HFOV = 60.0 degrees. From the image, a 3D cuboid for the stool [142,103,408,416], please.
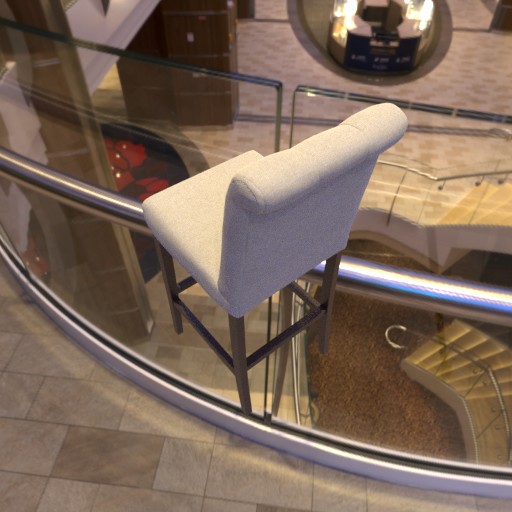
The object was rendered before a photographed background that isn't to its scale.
[{"bbox_3d":[0.000,0.000,1.479,0.493,1.140,0.601,-31,54,-26],"label":"stool"}]
